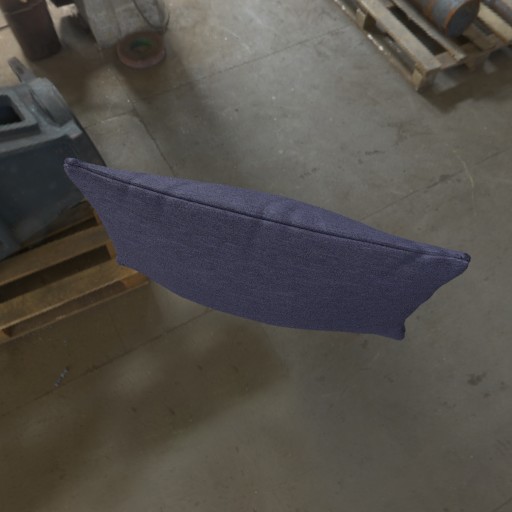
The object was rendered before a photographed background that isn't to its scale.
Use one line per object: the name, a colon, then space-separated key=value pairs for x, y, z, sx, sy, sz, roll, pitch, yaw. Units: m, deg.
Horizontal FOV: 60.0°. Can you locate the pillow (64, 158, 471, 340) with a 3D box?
pillow: x=0.000 y=0.000 z=0.805 sx=0.633 sy=0.338 sz=0.210 roll=14 pitch=63 yaw=8
